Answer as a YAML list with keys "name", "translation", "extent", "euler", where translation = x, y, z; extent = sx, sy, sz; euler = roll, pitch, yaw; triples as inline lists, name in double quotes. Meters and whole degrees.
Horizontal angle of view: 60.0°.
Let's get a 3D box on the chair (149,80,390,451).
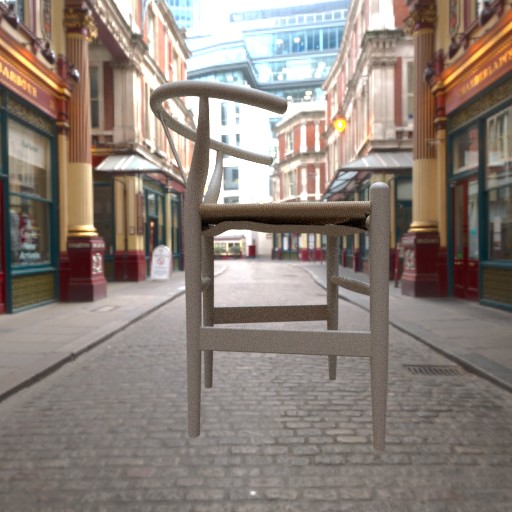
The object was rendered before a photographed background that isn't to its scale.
- name: "chair"
  translation: [0.000, 0.000, 1.076]
  extent: [0.500, 0.736, 0.533]
  euler: [0, 0, -1]
